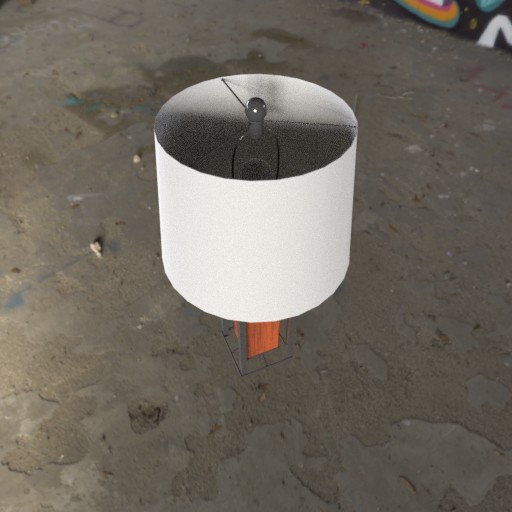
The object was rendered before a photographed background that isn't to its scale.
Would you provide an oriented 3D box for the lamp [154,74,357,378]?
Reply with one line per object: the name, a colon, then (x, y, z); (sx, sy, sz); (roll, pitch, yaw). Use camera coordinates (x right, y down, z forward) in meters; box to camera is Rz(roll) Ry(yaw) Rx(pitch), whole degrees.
lamp: (0.000, 0.000, 0.783); (0.320, 0.591, 0.320); (0, 47, 0)
